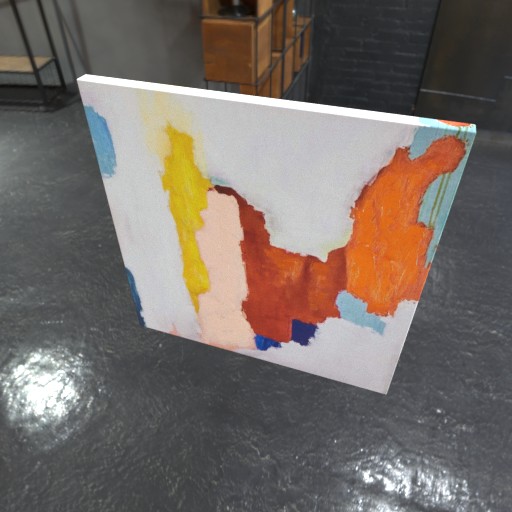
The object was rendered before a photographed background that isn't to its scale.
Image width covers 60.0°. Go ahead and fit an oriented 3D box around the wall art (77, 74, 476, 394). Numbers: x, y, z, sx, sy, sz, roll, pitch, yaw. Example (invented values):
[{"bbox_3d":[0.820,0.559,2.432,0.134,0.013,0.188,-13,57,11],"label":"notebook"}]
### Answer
[{"bbox_3d":[0.000,0.000,1.423,1.017,1.017,0.044,13,42,14],"label":"wall art"}]
